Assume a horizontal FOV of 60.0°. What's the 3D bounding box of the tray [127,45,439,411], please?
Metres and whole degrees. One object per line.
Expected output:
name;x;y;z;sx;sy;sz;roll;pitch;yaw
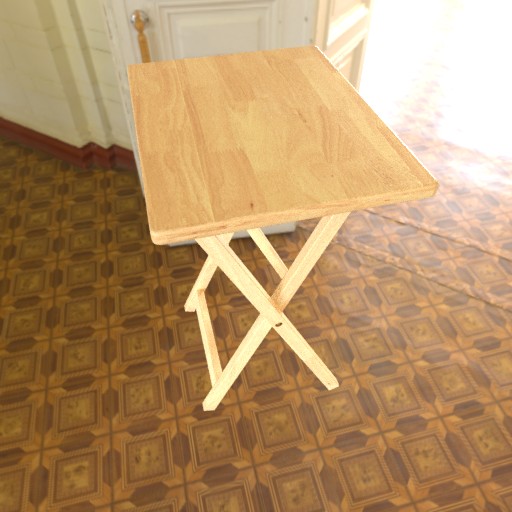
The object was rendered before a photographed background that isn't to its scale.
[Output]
tray;0.000;0.000;0.948;0.381;0.660;0.483;-11;47;-10
